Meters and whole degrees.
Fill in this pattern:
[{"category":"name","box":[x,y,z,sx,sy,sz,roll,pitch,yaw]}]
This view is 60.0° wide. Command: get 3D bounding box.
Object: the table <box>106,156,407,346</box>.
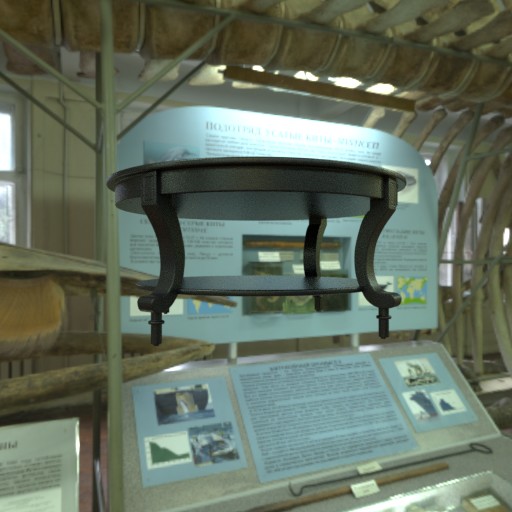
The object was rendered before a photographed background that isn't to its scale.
[{"category":"table","box":[0.000,0.000,1.597,1.029,0.491,1.029,0,0,0]}]
